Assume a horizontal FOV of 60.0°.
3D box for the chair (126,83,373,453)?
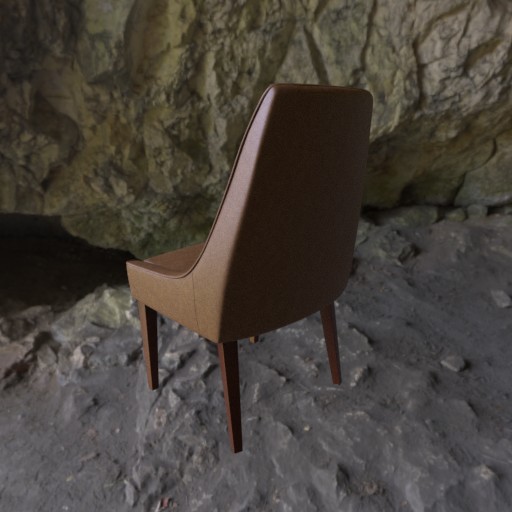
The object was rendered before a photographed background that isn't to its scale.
[{"bbox_3d":[0.000,0.000,1.236,0.529,0.861,0.544,-16,23,-42],"label":"chair"}]
